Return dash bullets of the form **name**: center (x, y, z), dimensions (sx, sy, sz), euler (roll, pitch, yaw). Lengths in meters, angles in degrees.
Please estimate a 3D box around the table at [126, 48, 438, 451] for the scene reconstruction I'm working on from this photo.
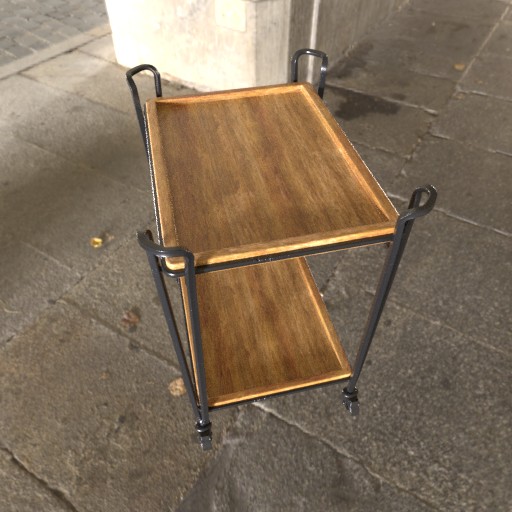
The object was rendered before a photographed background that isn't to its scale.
- **table**: center (0.000, 0.000, 1.185), dimensions (0.505, 0.785, 0.672), euler (-10, 48, -9)
